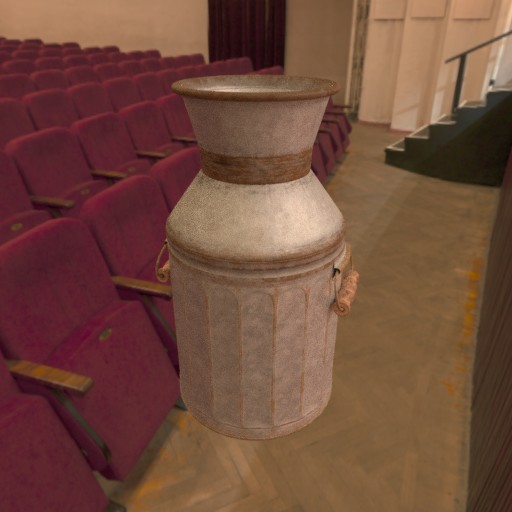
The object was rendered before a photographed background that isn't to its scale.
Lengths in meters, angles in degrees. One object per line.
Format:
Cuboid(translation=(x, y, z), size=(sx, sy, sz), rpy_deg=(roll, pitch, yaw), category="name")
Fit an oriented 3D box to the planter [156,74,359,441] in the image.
Cuboid(translation=(0.000, 0.000, 0.540), size=(0.245, 0.396, 0.214), rpy_deg=(9, 29, 17), category="planter")
